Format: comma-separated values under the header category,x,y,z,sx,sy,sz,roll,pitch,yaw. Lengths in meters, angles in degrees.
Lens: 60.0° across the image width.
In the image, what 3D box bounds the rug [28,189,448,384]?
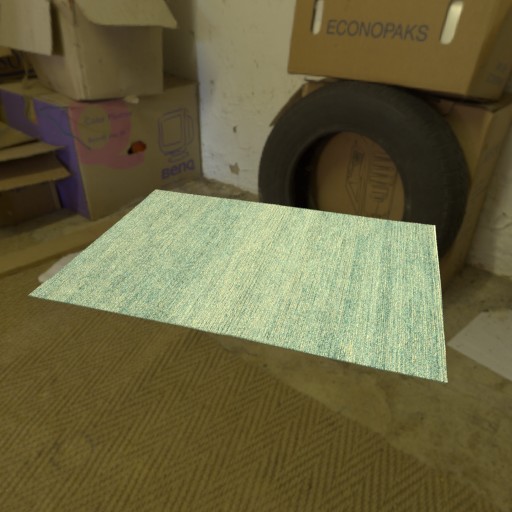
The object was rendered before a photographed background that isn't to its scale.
category,x,y,z,sx,sy,sz,roll,pitch,yaw
rug,0.000,0.000,5.174,4.078,0.052,2.802,9,33,14
